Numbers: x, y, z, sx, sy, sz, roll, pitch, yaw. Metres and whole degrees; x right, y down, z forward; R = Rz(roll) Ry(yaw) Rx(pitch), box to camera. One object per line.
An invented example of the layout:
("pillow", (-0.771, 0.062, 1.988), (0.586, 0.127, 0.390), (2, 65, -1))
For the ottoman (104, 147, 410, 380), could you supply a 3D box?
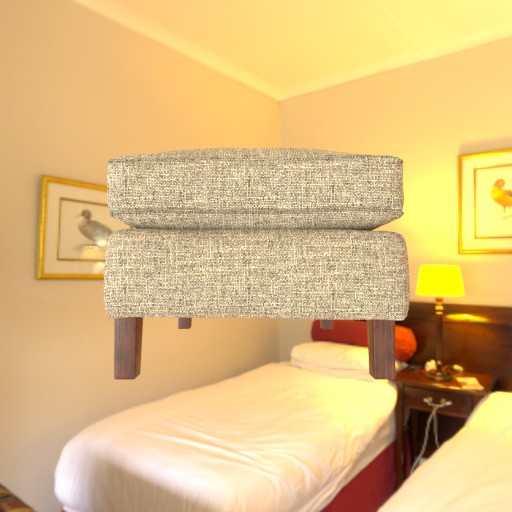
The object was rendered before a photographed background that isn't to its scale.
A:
("ottoman", (0.000, 0.000, 1.011), (0.508, 0.406, 0.686), (0, -1, 0))
